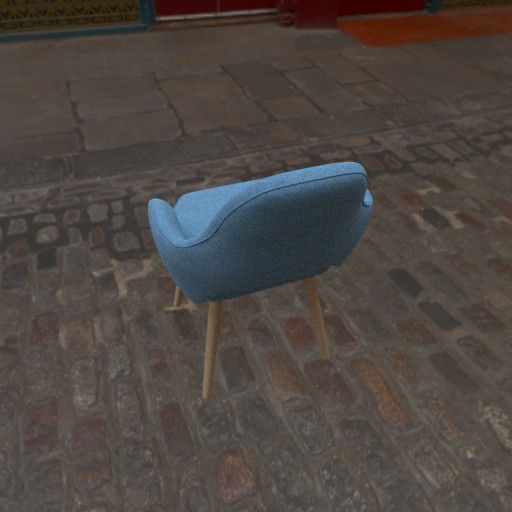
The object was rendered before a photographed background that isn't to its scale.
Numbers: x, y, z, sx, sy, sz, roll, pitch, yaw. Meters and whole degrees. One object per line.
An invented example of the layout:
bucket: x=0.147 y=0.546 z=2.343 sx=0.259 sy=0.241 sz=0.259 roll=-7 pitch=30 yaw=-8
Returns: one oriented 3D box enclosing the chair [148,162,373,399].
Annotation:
chair: x=0.000 y=0.000 z=1.354 sx=0.589 sy=0.920 sz=0.666 roll=-14 pitch=42 yaw=-15
